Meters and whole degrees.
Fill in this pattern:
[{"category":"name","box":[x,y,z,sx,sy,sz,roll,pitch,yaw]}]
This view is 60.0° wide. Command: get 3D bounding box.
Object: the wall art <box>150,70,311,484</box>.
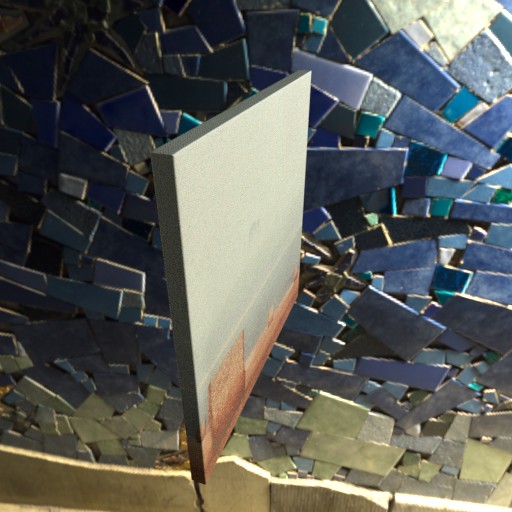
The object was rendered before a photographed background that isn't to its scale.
[{"category":"wall art","box":[0.000,0.000,0.882,0.034,0.605,0.605,11,33,17]}]
